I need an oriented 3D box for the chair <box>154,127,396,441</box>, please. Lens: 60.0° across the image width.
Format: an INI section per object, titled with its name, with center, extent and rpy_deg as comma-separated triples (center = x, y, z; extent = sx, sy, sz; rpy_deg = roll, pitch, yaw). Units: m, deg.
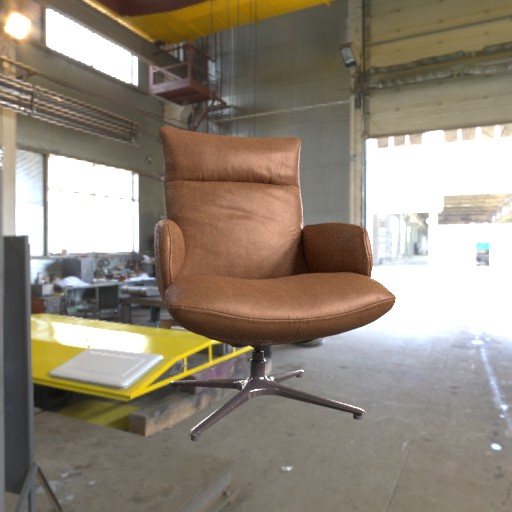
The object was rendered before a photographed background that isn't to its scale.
[chair]
center = 0.000, 0.000, 1.572
extent = 0.711, 1.027, 0.794
rpy_deg = 0, 1, -17
